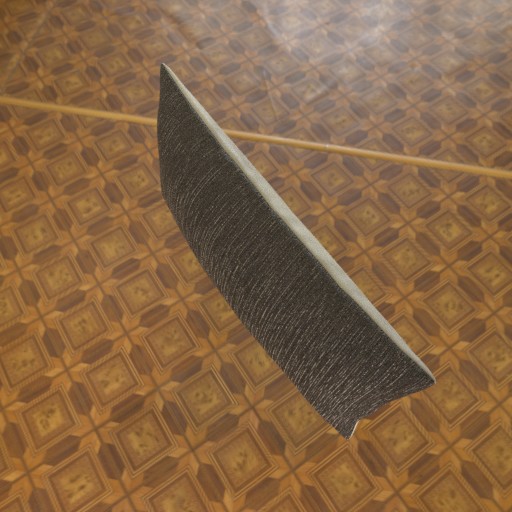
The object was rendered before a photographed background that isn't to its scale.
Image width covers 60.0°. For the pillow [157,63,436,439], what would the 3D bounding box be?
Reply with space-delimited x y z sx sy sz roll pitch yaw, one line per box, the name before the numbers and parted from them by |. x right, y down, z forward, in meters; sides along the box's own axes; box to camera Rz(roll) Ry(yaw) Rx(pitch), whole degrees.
pillow | 0.000 0.000 0.718 0.156 0.305 0.608 -32 67 -15
